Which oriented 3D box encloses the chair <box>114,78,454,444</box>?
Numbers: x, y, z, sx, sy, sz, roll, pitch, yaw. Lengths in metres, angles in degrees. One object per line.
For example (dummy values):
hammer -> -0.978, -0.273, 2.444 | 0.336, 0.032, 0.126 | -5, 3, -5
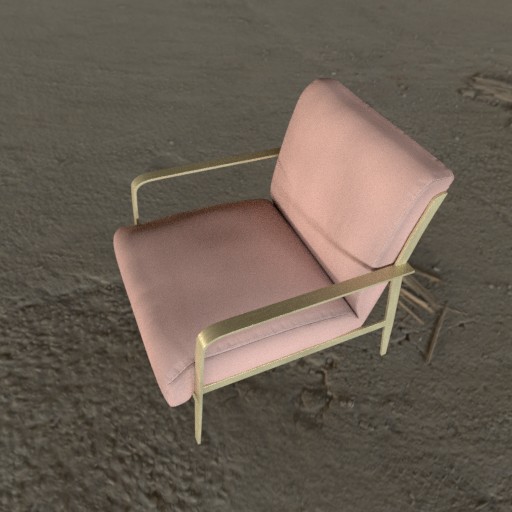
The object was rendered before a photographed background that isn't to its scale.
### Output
chair -> 0.000, 0.000, 1.465 | 0.848, 0.823, 0.701 | -18, 50, -17
